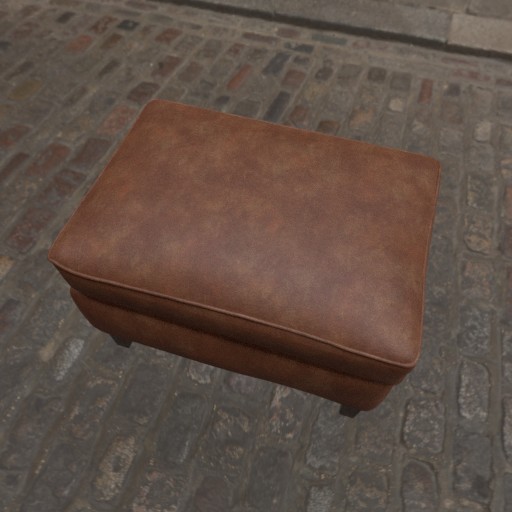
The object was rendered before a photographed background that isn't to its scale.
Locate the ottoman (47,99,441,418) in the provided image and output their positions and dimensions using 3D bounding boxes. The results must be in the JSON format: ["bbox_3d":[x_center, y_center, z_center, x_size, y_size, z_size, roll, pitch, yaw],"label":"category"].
[{"bbox_3d":[0.000,0.000,0.978,0.665,0.418,0.501,15,59,9],"label":"ottoman"}]
